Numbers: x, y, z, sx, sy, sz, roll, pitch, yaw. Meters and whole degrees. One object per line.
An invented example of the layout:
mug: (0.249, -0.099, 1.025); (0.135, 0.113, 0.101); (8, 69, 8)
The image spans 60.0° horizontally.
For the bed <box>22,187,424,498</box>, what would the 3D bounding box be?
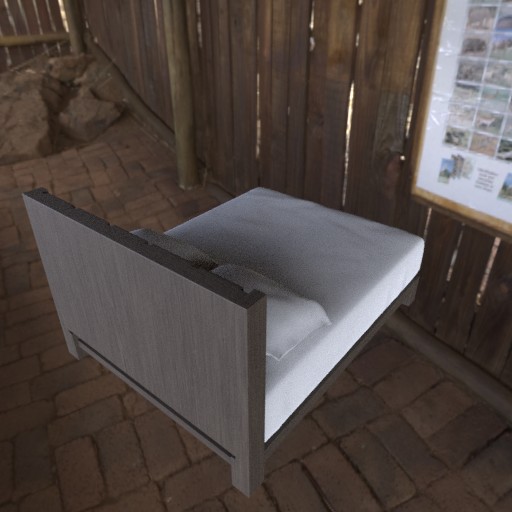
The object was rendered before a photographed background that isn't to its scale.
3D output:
bed: (0.000, 0.000, 3.215); (1.727, 1.270, 2.242); (23, 38, 32)
